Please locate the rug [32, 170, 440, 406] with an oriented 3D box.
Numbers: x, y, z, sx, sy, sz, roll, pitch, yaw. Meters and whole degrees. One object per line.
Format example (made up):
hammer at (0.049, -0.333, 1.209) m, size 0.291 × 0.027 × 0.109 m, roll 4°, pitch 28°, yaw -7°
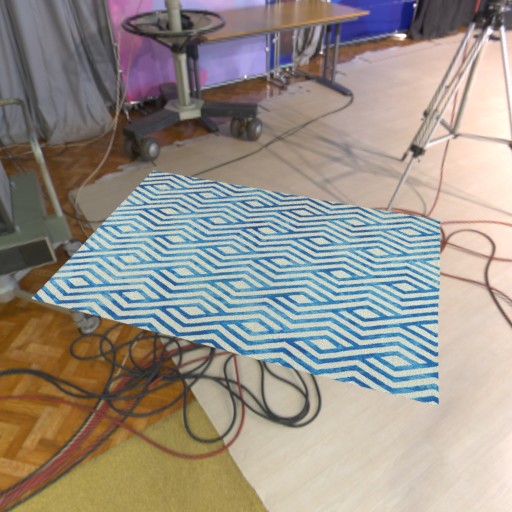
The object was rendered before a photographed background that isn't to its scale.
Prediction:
rug at (0.000, 0.000, 2.312) m, size 1.830 × 0.008 × 1.225 m, roll 12°, pitch 43°, yaw 13°
